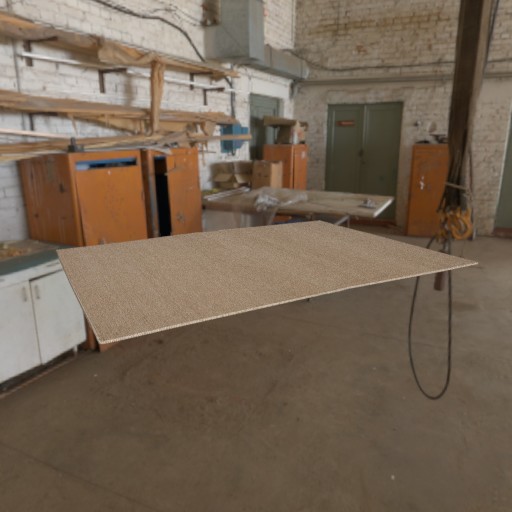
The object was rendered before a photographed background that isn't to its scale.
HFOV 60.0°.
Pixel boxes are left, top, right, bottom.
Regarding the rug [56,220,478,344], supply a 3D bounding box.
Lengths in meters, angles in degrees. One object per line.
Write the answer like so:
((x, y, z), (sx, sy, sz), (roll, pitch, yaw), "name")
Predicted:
((0.000, 0.000, 3.659), (2.869, 0.038, 2.032), (-8, 17, -28), "rug")
